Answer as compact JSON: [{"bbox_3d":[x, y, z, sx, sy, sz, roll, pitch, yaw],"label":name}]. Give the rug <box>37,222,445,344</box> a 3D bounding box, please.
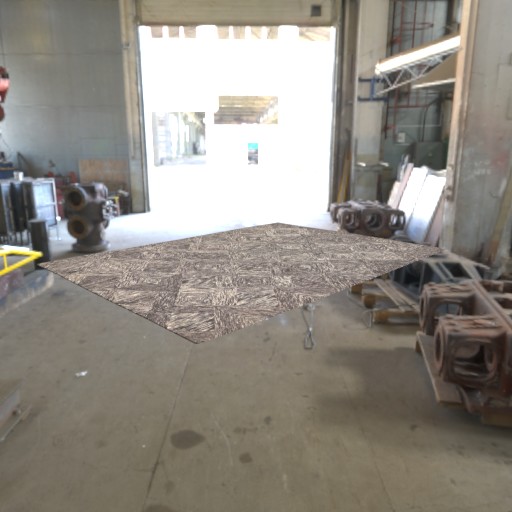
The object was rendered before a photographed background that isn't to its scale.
[{"bbox_3d":[0.000,0.000,5.420,4.093,0.020,2.997,-13,19,-43],"label":"rug"}]
